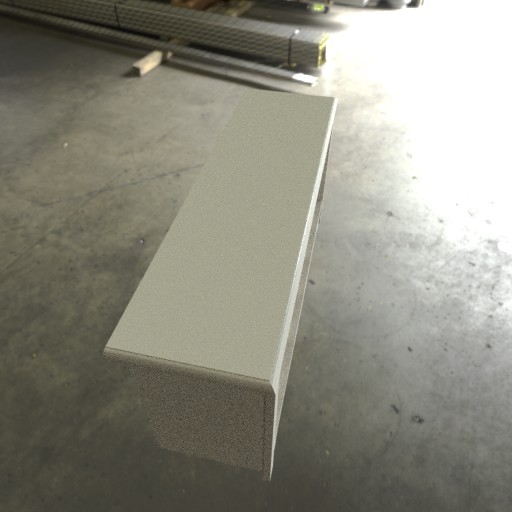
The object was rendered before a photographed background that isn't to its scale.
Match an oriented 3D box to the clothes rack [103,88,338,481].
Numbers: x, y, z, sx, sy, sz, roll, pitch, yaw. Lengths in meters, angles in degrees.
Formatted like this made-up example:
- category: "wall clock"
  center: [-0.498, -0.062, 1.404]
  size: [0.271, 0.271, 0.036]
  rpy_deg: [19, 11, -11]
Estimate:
- category: "clothes rack"
  center: [0.000, 0.000, 1.353]
  size: [0.324, 0.531, 1.120]
  rpy_deg: [9, 46, 9]
